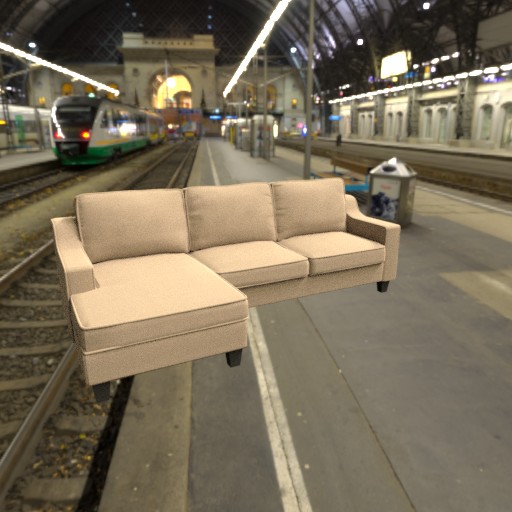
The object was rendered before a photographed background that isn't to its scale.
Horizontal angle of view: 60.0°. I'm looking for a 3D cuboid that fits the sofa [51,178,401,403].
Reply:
[{"bbox_3d":[0.000,0.000,3.186,2.561,0.928,1.294,-8,18,-27],"label":"sofa"}]
